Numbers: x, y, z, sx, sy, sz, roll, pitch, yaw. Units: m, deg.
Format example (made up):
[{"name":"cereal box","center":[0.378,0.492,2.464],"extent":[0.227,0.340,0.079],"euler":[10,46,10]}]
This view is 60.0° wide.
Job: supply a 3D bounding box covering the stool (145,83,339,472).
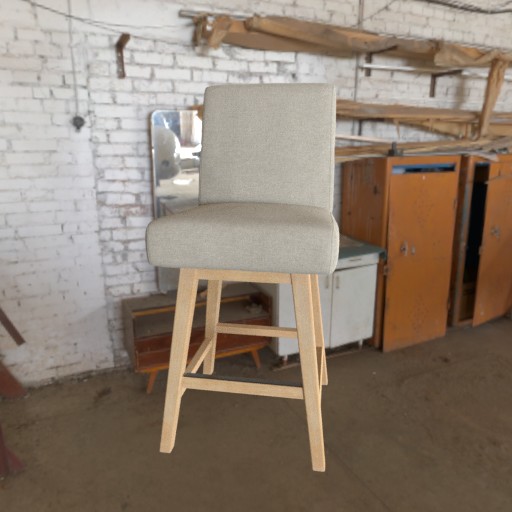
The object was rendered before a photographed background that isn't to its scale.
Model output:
[{"name":"stool","center":[0.000,0.000,1.405],"extent":[0.507,1.085,0.606],"euler":[2,15,9]}]
